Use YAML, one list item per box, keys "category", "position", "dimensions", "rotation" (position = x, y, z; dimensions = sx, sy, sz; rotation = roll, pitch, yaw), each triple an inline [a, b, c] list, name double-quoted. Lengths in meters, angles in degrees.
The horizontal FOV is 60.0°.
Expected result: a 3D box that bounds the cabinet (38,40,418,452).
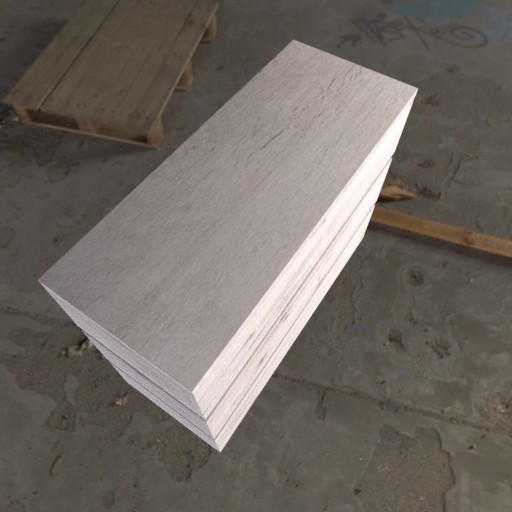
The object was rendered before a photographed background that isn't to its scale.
- category: "cabinet"
  position: [0.000, 0.000, 1.457]
  dimensions: [0.420, 0.820, 1.040]
  rotation: [30, 63, 17]
